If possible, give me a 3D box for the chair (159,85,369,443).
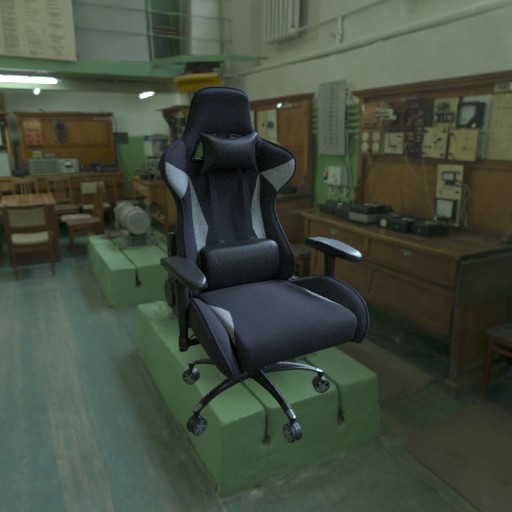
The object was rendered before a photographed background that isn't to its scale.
[{"bbox_3d":[0.000,0.000,1.731,0.730,1.300,0.695,-8,17,-28],"label":"chair"}]
